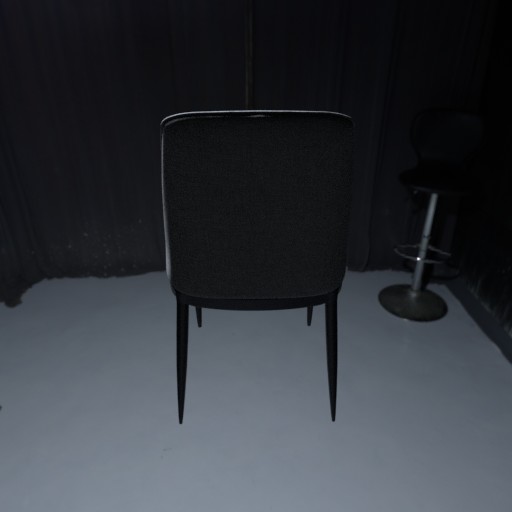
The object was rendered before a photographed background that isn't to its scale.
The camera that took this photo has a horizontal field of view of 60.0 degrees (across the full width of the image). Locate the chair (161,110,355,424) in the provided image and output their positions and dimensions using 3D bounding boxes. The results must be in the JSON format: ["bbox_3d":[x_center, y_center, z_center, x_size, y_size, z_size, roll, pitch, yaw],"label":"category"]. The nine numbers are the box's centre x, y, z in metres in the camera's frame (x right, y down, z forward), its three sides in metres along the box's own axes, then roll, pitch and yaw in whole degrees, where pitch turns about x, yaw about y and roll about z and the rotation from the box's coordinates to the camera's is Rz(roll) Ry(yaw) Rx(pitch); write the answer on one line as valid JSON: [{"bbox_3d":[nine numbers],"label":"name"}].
[{"bbox_3d":[0.000,0.000,1.209,0.488,0.855,0.550,-1,28,-1],"label":"chair"}]
